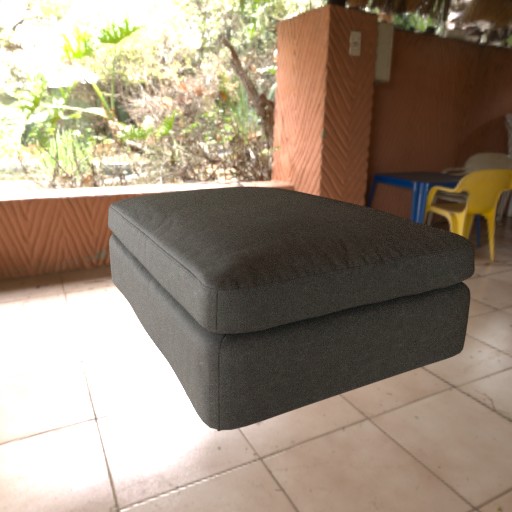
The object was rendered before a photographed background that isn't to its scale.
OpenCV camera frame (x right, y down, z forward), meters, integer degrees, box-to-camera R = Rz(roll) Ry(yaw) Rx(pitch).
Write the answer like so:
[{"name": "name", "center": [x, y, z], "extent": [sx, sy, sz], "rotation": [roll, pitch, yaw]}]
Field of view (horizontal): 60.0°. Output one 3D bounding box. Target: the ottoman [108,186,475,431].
[{"name": "ottoman", "center": [0.000, 0.000, 1.586], "extent": [0.840, 0.429, 1.199], "rotation": [-8, 18, -27]}]
